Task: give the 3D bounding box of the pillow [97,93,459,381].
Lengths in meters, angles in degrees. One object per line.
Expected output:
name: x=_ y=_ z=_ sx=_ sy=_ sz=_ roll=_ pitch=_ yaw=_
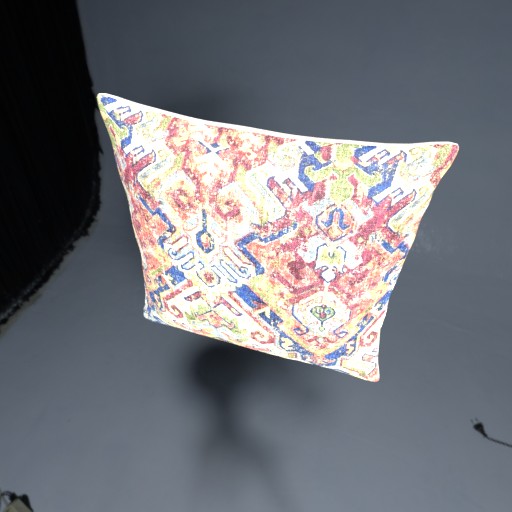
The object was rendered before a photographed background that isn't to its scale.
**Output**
pillow: x=0.000 y=0.000 z=0.769 sx=0.523 sy=0.506 sz=0.166 roll=13 pitch=43 yaw=14
